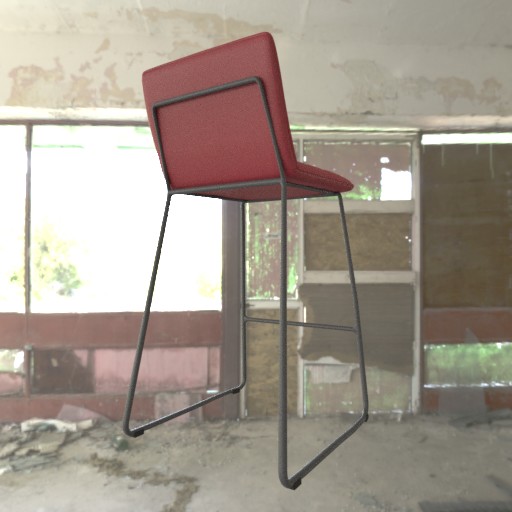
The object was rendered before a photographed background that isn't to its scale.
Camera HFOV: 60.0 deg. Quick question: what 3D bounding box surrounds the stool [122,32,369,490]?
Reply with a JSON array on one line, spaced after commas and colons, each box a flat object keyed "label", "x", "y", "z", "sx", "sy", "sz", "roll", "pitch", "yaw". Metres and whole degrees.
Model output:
[{"label": "stool", "x": 0.000, "y": 0.000, "z": 1.211, "sx": 0.489, "sy": 0.937, "sz": 0.524, "roll": 0, "pitch": 0, "yaw": 33}]
